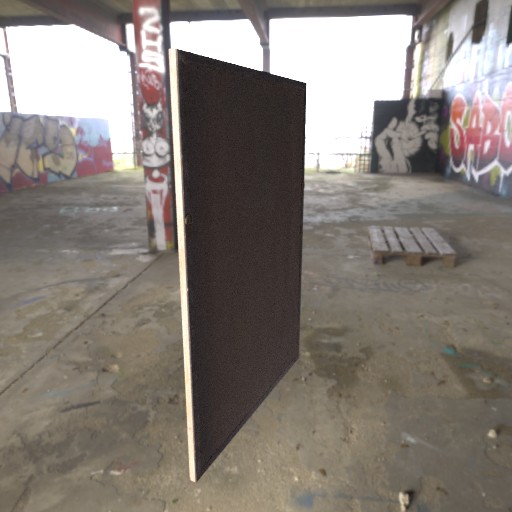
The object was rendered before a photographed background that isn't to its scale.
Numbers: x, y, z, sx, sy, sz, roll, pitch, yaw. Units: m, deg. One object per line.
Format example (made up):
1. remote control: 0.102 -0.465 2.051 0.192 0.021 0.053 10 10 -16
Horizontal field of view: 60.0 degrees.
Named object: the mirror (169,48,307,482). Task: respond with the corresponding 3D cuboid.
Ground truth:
1. mirror: 0.000 0.000 1.277 0.025 0.996 0.705 8 18 25
